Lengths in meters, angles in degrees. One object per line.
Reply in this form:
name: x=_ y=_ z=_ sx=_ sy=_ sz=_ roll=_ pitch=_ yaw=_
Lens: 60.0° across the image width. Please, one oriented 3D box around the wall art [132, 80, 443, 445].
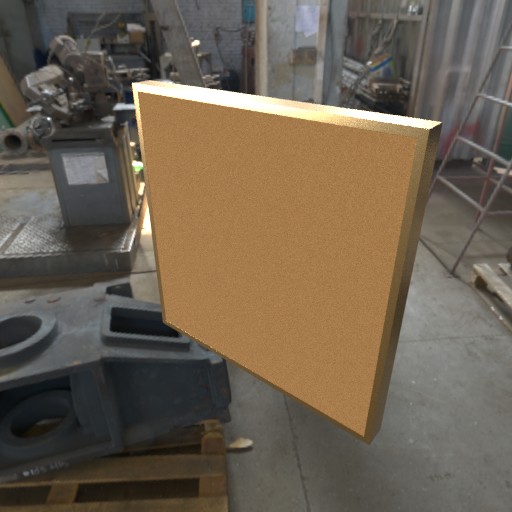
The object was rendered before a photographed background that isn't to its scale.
wall art: x=0.000 y=0.000 z=0.749 sx=0.509 sy=0.509 sz=0.040 roll=22 pitch=36 yaw=33
